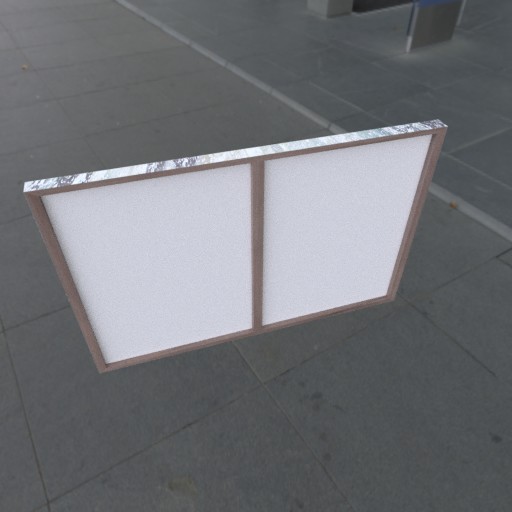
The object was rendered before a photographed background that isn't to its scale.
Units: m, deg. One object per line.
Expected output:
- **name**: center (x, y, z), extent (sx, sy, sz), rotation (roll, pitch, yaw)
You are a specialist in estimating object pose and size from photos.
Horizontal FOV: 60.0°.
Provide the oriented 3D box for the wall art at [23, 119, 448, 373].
- **wall art**: center (0.000, 0.000, 1.141), extent (0.919, 0.598, 0.038), rotation (-12, 43, -13)
